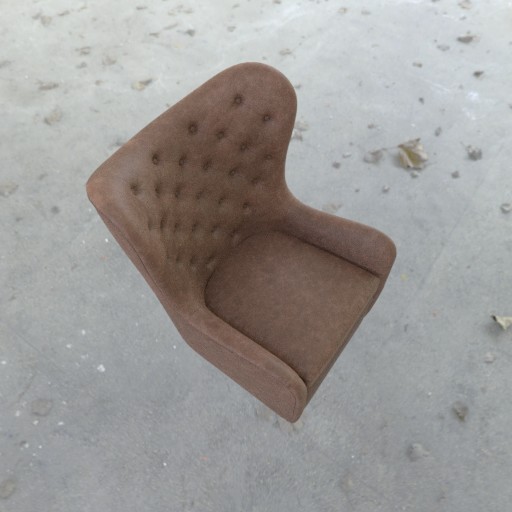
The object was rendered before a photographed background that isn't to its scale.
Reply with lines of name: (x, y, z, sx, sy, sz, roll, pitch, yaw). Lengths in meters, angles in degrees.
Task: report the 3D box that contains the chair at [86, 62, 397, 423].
chair: (0.000, 0.000, 1.777, 0.930, 1.079, 0.831, 32, 63, 19)
